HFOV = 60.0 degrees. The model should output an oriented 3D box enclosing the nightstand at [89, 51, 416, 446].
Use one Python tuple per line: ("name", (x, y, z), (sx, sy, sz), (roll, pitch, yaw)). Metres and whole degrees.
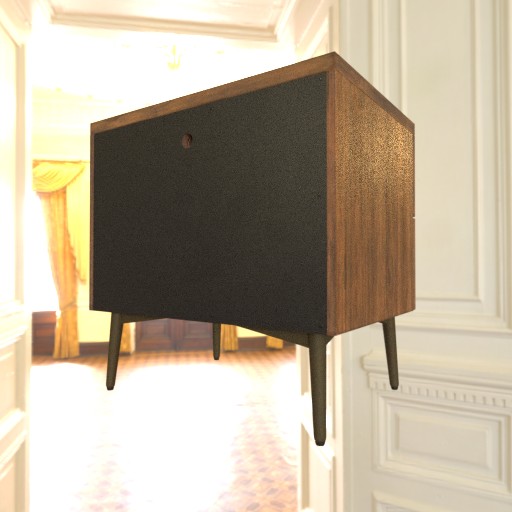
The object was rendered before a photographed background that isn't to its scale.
("nightstand", (0.000, 0.000, 1.027), (0.610, 0.610, 0.458), (-1, -1, 35))
